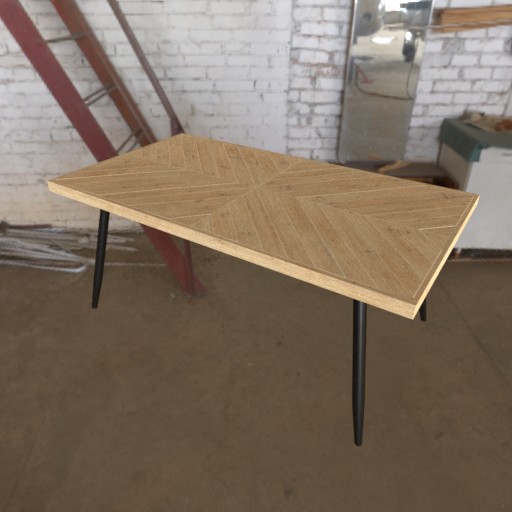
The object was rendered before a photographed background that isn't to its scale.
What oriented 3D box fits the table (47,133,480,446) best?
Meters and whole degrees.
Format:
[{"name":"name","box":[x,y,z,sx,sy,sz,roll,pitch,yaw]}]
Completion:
[{"name":"table","box":[0.000,0.000,2.301,1.803,0.762,0.991,19,36,28]}]
